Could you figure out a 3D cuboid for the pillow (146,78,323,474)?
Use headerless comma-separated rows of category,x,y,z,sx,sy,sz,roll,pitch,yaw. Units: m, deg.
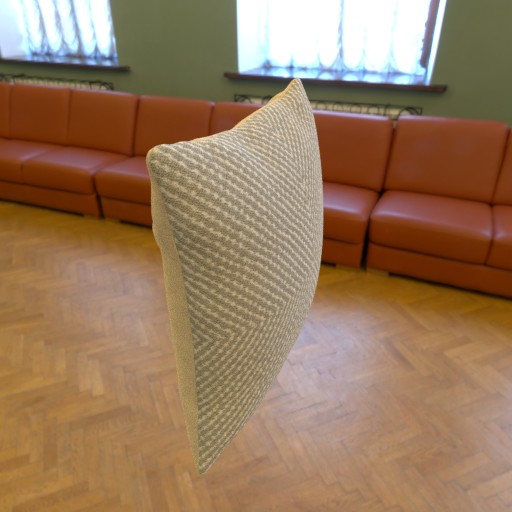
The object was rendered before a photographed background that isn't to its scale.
pillow,0.000,0.000,0.685,0.181,0.458,0.459,11,32,18
